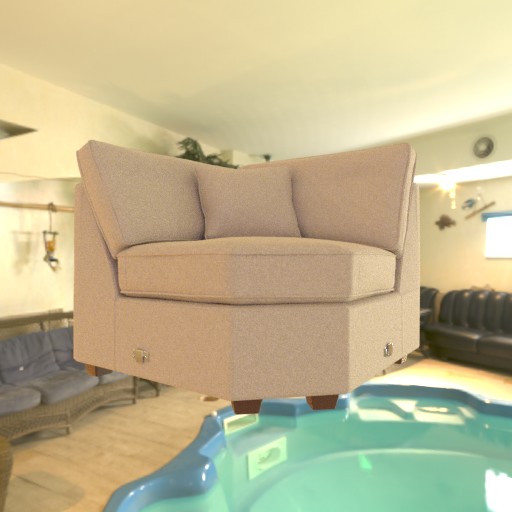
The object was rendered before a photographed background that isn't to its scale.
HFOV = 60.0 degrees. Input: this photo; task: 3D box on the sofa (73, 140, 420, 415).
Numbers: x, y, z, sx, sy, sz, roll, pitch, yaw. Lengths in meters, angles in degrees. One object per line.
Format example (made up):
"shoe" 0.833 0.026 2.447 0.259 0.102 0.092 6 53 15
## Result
"sofa" 0.000 0.000 1.804 1.042 0.937 1.050 0 0 36
